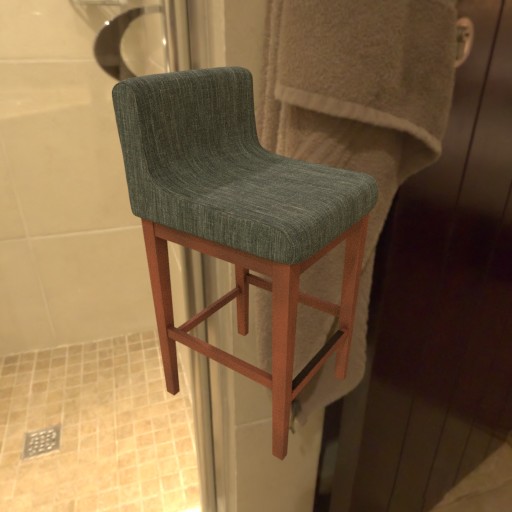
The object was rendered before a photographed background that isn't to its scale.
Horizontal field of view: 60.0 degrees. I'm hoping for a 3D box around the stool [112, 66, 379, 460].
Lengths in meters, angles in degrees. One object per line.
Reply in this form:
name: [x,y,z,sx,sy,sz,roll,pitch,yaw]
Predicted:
stool: [0.000,0.000,1.100,0.459,0.835,0.395,18,33,31]
